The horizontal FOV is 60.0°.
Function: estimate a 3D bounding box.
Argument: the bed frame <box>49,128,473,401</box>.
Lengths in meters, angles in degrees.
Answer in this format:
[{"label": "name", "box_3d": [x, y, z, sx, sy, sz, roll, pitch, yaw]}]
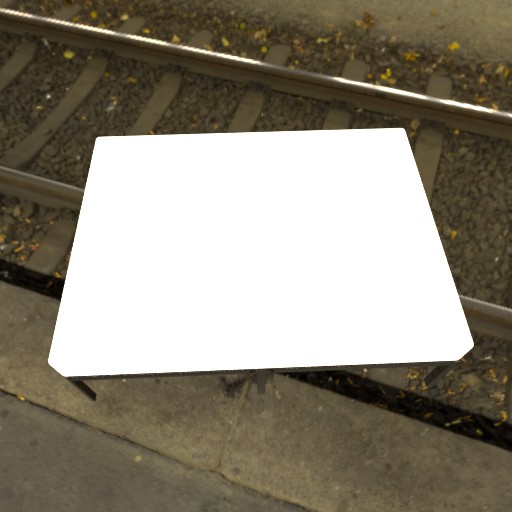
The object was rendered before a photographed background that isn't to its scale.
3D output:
[{"label": "bed frame", "box_3d": [0.000, 0.000, 2.788, 2.072, 0.659, 1.557, -2, 57, -1]}]
